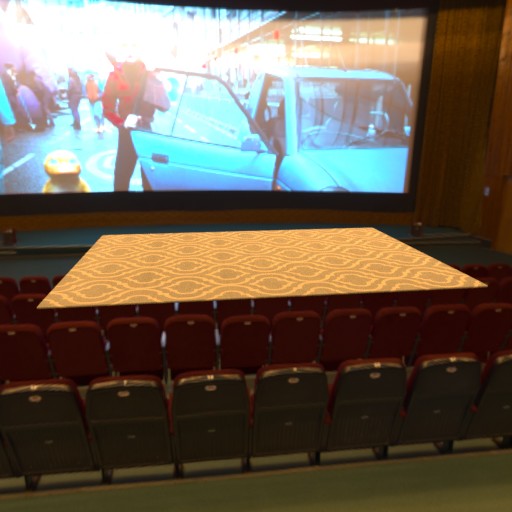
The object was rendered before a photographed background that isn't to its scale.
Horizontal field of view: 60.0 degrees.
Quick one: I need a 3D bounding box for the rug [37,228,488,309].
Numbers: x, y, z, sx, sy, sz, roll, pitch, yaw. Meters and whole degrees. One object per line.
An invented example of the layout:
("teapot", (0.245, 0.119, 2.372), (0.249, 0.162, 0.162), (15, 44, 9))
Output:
("rug", (0.000, 0.000, 2.708), (2.080, 0.010, 1.451), (-2, 15, -8))
